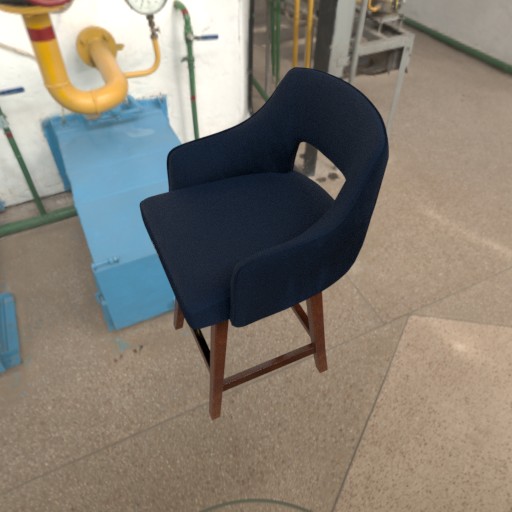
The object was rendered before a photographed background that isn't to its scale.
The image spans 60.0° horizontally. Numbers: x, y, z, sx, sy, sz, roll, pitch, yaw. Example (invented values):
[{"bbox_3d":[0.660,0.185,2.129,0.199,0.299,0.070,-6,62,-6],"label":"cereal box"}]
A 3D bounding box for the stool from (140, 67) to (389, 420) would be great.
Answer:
[{"bbox_3d":[0.000,0.000,1.333,0.560,0.940,0.550,-18,48,-17],"label":"stool"}]
